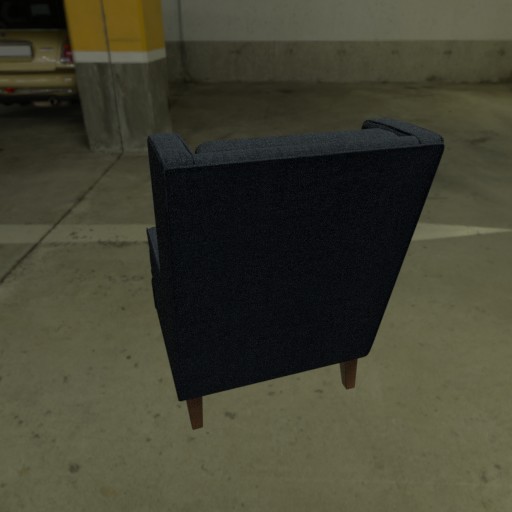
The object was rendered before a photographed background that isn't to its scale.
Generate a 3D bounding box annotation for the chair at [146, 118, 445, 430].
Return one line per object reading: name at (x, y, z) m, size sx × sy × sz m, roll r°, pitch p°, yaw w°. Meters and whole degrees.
chair at (0.000, 0.000, 1.709) m, size 0.764 × 1.072 × 0.947 m, roll -9°, pitch 29°, yaw -16°
